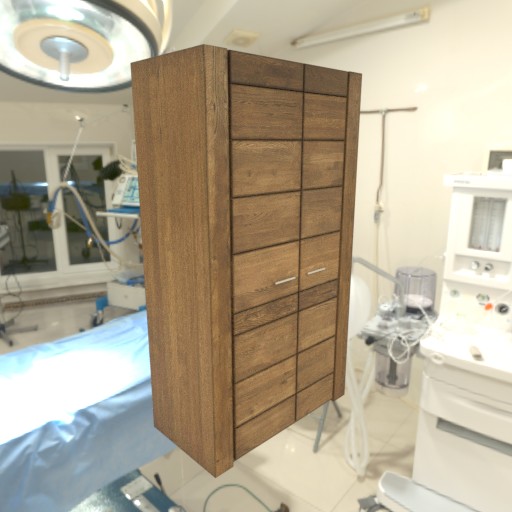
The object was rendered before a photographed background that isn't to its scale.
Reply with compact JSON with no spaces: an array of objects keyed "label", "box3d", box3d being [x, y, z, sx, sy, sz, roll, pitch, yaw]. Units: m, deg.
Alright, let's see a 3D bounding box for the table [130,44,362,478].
[{"label":"table","box3d":[0.000,0.000,2.535,1.100,2.000,0.600,-13,19,-42]}]
